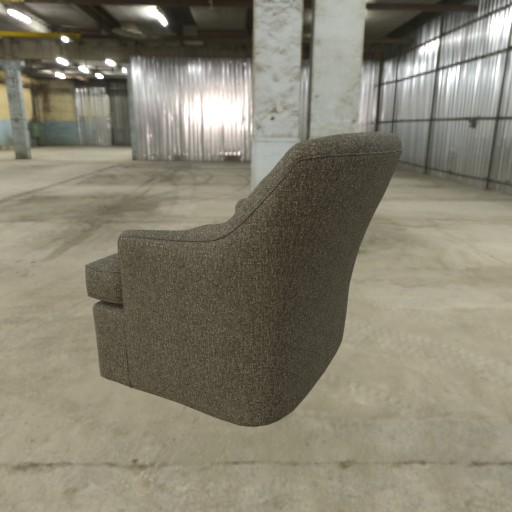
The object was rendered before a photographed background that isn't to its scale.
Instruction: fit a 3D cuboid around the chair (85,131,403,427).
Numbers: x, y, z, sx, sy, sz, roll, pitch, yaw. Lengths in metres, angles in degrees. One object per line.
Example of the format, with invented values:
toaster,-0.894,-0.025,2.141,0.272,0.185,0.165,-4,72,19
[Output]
chair,0.000,0.000,1.587,0.923,0.856,0.864,8,17,26
